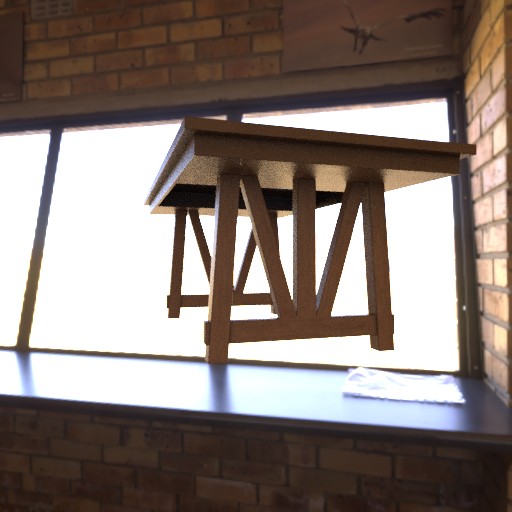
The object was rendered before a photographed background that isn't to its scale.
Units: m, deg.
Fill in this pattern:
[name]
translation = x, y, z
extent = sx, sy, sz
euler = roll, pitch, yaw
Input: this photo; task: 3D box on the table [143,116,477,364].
[table]
translation = 0.000, 0.000, 2.285
extent = 1.016, 0.768, 1.881
euler = 0, 0, -18
